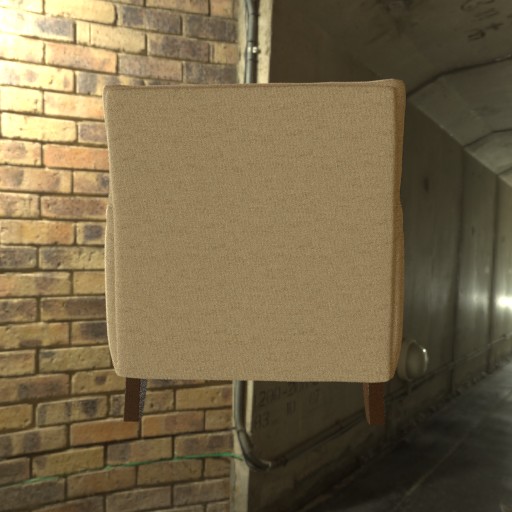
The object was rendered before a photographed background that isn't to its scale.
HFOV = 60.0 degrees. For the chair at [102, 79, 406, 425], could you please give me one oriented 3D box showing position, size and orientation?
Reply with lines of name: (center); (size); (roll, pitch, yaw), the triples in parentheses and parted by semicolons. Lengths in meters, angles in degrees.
chair: (0.000, 0.000, 1.565); (0.870, 0.943, 0.823); (0, 0, 2)
